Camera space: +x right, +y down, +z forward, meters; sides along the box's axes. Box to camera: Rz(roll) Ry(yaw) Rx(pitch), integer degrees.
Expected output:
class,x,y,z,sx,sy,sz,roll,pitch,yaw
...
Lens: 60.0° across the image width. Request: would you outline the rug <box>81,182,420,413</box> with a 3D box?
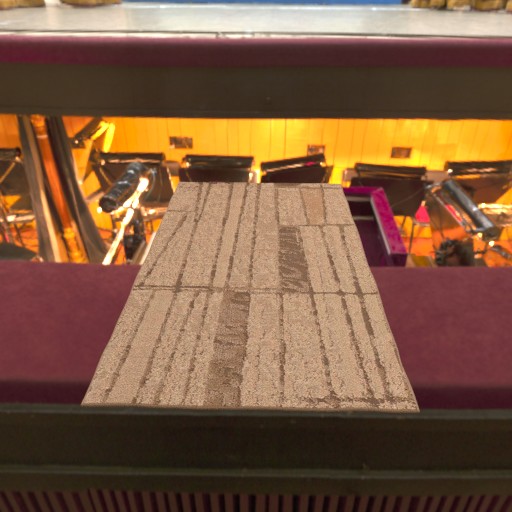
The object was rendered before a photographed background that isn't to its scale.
class,x,y,z,sx,sy,sz,roll,pitch,yaw
rug,0.000,0.000,1.034,0.515,0.007,0.867,1,32,1
